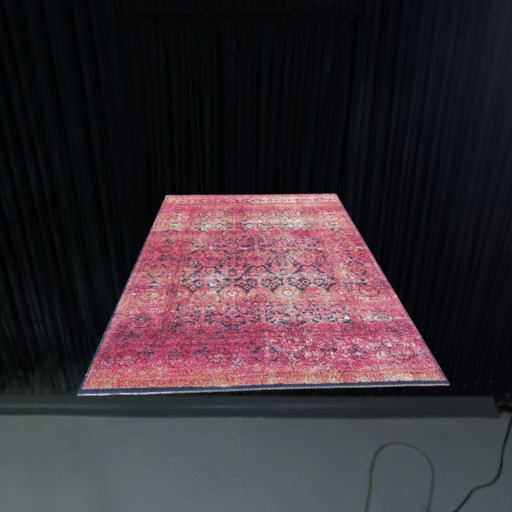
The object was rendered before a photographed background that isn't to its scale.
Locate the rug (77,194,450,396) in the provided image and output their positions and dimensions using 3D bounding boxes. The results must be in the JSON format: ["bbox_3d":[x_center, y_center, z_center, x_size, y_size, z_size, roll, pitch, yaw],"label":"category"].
[{"bbox_3d":[0.000,0.000,2.911,1.539,0.018,2.449,-1,27,-2],"label":"rug"}]
